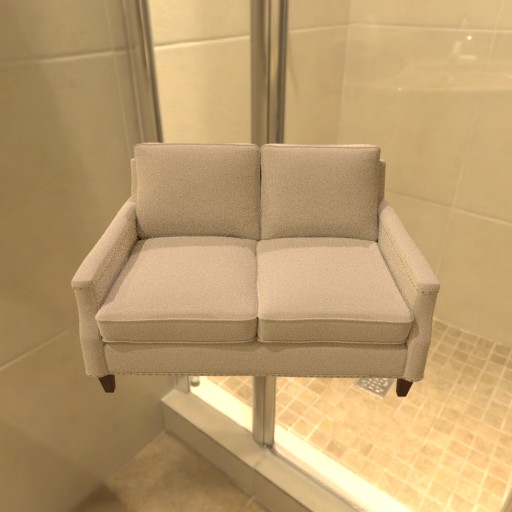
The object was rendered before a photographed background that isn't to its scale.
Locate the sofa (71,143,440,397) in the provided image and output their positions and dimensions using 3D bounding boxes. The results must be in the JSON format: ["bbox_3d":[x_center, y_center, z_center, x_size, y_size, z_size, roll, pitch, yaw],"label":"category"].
[{"bbox_3d":[0.000,0.000,2.347,1.597,1.003,1.084,1,31,1],"label":"sofa"}]
